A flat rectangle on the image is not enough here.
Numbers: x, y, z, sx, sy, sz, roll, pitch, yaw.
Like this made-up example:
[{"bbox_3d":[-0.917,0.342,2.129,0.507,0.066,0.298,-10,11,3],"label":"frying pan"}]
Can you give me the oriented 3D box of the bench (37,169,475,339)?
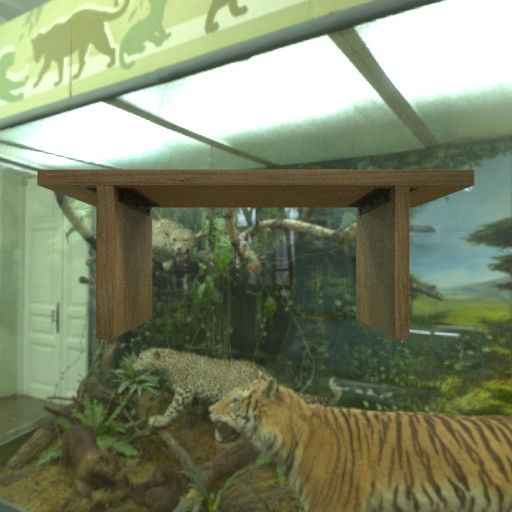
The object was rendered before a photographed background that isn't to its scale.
[{"bbox_3d":[0.000,0.000,1.423,1.183,0.458,0.458,0,-1,0],"label":"bench"}]
